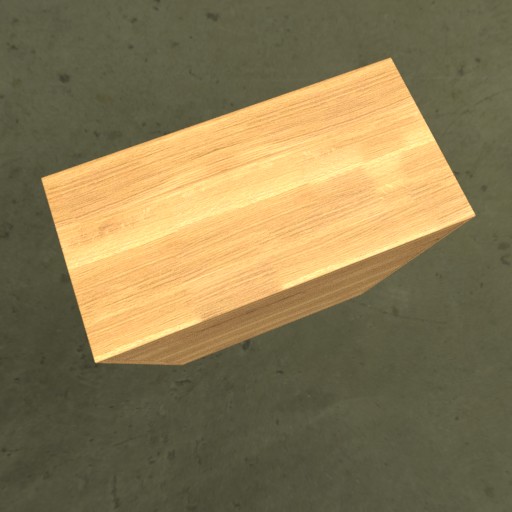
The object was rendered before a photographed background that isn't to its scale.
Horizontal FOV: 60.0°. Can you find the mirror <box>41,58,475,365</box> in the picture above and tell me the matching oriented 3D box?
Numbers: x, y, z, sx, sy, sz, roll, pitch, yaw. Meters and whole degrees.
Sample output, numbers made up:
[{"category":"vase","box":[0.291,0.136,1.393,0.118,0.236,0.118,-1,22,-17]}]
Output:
[{"category":"mirror","box":[0.000,0.000,1.391,0.800,1.000,0.400,-21,77,-5]}]
